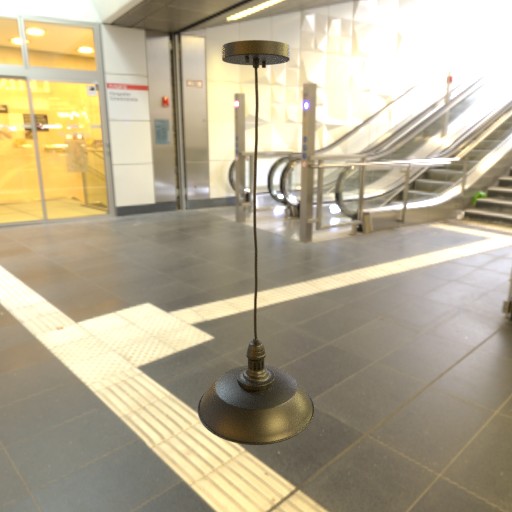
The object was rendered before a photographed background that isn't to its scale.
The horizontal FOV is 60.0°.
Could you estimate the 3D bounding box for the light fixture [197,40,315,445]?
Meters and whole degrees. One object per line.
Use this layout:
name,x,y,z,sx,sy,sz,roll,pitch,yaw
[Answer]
light fixture,0.000,0.000,1.148,0.331,0.993,0.331,8,17,26
